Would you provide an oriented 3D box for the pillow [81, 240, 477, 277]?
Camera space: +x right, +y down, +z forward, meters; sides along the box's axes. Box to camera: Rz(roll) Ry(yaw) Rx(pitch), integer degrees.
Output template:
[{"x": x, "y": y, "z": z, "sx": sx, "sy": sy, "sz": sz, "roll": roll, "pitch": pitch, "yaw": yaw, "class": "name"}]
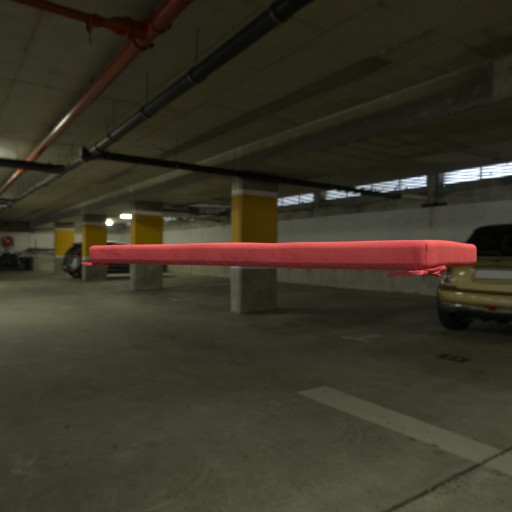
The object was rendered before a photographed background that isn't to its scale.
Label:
[{"x": 0.000, "y": 0.000, "z": 1.355, "sx": 1.187, "sy": 0.081, "sz": 0.492, "roll": 0, "pitch": 1, "yaw": 37, "class": "pillow"}]
